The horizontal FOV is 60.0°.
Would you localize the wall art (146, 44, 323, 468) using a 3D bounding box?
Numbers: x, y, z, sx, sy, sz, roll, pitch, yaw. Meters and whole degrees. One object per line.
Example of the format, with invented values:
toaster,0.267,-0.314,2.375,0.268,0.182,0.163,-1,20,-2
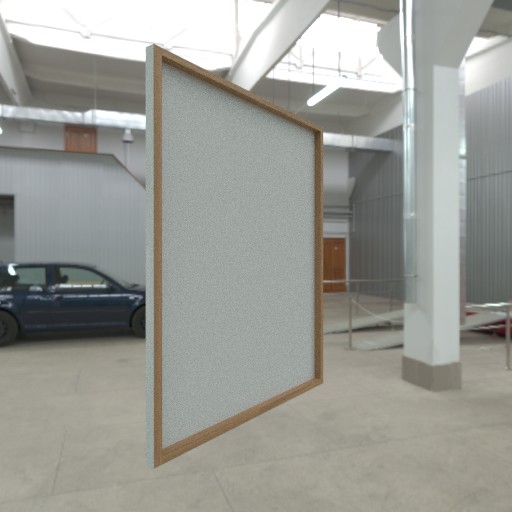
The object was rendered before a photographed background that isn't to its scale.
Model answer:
wall art,0.000,0.000,0.992,0.021,0.710,0.609,0,0,36
